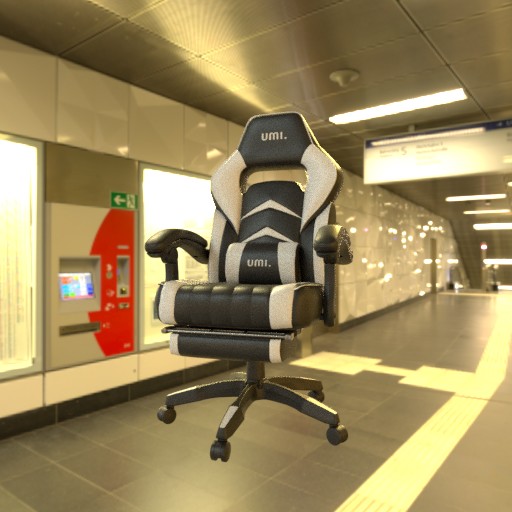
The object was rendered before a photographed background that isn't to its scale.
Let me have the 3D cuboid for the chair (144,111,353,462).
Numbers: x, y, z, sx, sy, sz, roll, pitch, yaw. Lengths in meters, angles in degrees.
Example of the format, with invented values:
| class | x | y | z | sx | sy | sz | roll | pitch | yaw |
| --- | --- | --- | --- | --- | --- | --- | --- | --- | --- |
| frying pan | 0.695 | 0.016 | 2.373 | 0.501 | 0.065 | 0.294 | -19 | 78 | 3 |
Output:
| class | x | y | z | sx | sy | sz | roll | pitch | yaw |
| --- | --- | --- | --- | --- | --- | --- | --- | --- | --- |
| chair | 0.000 | 0.000 | 1.605 | 0.676 | 1.200 | 0.700 | 0 | 0 | 18 |
